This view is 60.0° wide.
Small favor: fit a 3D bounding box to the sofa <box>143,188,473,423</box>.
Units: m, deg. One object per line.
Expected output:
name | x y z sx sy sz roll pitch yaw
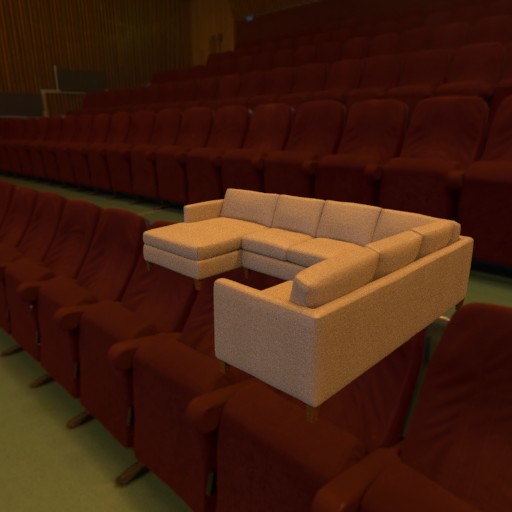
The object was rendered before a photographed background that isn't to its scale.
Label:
sofa | 0.000 0.000 4.623 3.460 0.961 2.594 16 23 42
